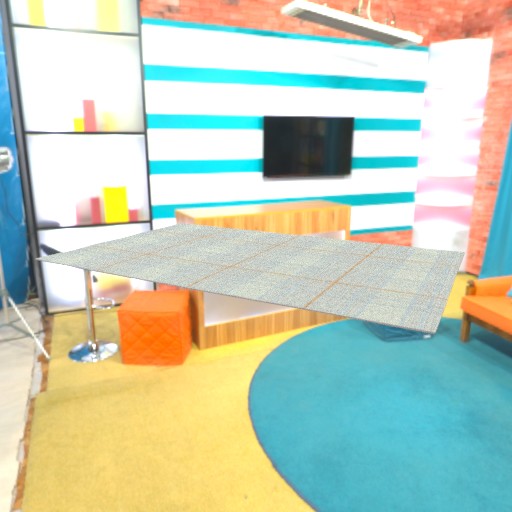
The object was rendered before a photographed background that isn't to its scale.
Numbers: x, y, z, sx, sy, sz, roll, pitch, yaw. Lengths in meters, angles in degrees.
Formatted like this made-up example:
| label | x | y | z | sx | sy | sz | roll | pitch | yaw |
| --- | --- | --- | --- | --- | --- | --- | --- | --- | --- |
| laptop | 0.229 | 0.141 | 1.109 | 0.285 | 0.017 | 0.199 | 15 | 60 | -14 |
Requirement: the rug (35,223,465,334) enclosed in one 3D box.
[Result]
| label | x | y | z | sx | sy | sz | roll | pitch | yaw |
| --- | --- | --- | --- | --- | --- | --- | --- | --- | --- |
| rug | 0.000 | 0.000 | 2.964 | 2.442 | 0.016 | 1.527 | 8 | 16 | 28 |
